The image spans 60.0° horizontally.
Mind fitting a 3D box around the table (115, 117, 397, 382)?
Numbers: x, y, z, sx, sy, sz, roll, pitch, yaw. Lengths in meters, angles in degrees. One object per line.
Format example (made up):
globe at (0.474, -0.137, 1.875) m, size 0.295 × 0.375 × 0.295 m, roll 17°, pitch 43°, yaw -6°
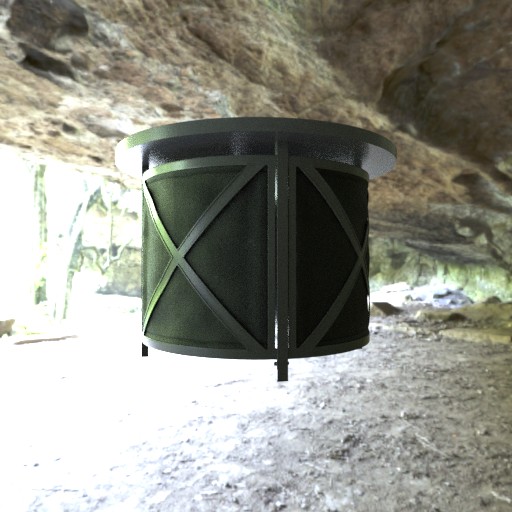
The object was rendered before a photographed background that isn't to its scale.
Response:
table at (0.000, 0.000, 1.506) m, size 0.914 × 0.650 × 0.914 m, roll 0°, pitch -1°, yaw 0°
